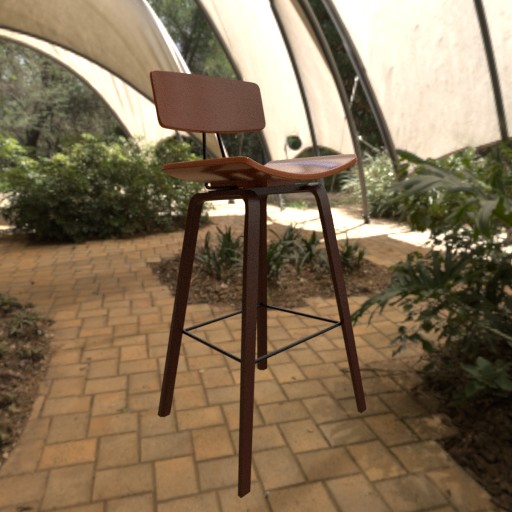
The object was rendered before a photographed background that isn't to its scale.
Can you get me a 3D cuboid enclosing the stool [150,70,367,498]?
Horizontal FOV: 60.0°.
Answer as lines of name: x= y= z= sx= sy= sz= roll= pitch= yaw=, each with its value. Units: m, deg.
stool: x=0.000 y=0.000 z=1.214 sx=0.509 sy=0.969 sz=0.440 roll=-13 pitch=19 yaw=-42
